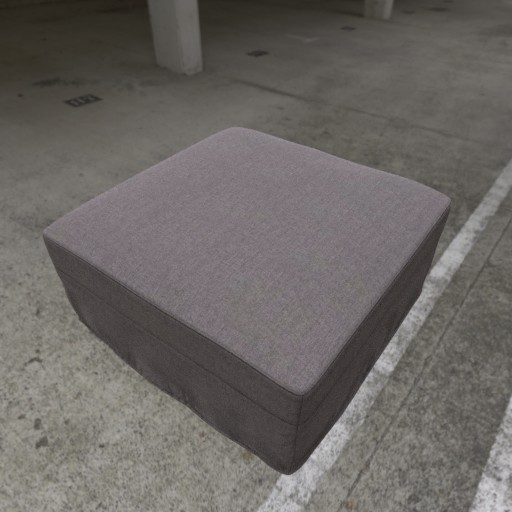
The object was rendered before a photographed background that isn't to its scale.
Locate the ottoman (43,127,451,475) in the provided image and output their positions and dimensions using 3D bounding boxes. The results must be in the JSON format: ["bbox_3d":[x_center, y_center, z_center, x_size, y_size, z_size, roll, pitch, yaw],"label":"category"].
[{"bbox_3d":[0.000,0.000,1.326,0.843,0.436,0.840,26,47,27],"label":"ottoman"}]
